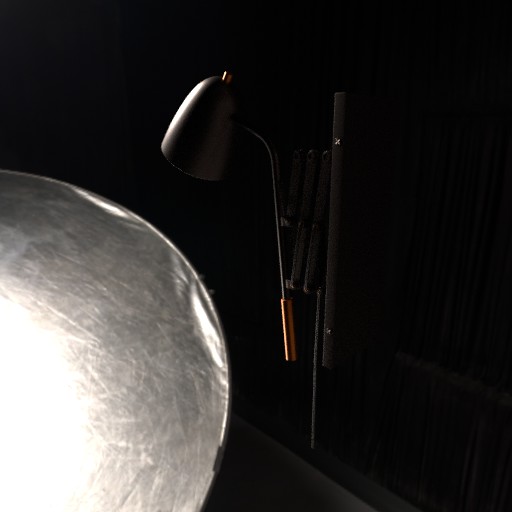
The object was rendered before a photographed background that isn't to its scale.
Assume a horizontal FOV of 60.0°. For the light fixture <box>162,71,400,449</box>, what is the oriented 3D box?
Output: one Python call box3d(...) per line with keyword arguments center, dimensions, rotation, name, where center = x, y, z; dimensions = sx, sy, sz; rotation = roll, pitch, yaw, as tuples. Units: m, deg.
box3d(center=(0.000, 0.000, 0.904), dimensions=(0.162, 0.715, 0.499), rotation=(-15, 22, -43), name="light fixture")
